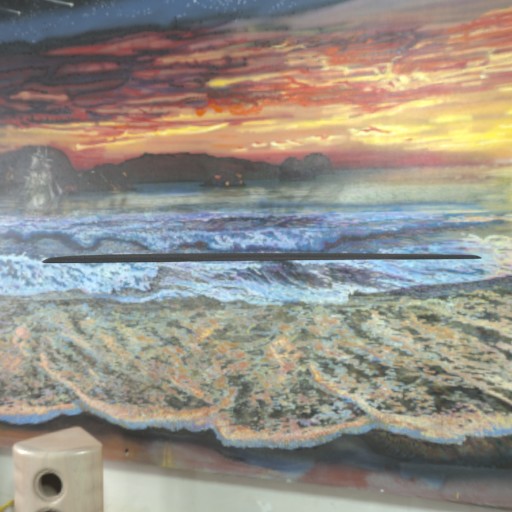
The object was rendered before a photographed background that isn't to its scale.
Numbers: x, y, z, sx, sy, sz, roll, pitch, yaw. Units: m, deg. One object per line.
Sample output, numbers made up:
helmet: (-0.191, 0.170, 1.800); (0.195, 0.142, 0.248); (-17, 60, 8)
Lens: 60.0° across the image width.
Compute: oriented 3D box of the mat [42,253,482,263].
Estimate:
mat: (0.000, 0.000, 1.855); (1.525, 0.016, 0.917); (0, 1, -18)
